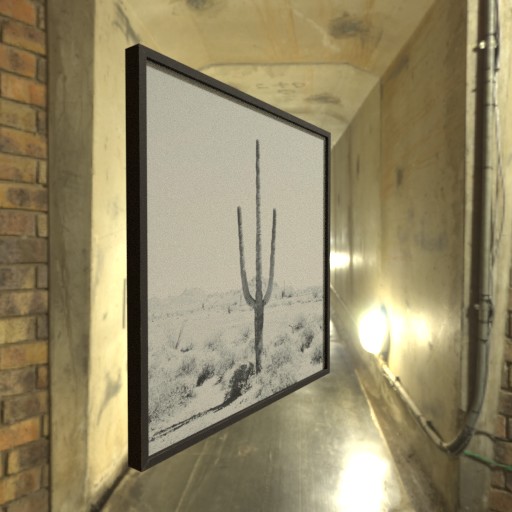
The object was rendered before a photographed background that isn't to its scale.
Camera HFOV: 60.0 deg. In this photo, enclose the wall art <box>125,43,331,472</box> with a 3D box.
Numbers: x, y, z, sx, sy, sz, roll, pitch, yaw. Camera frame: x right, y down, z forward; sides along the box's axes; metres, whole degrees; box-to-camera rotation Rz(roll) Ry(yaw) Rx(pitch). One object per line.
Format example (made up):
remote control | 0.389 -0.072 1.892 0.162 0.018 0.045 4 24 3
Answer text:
wall art | 0.000 0.000 1.108 0.038 0.762 0.762 1 2 35
